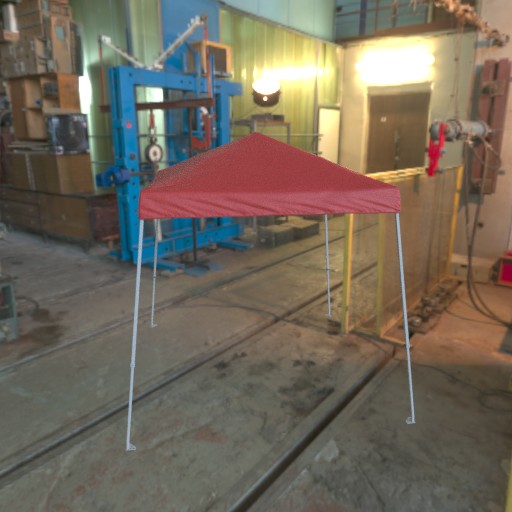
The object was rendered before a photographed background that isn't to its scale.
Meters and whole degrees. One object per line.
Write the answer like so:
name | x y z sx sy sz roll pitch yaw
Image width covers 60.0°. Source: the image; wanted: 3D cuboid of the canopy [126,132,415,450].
canopy | 0.000 0.000 6.671 3.600 3.600 3.599 -2 15 -8
